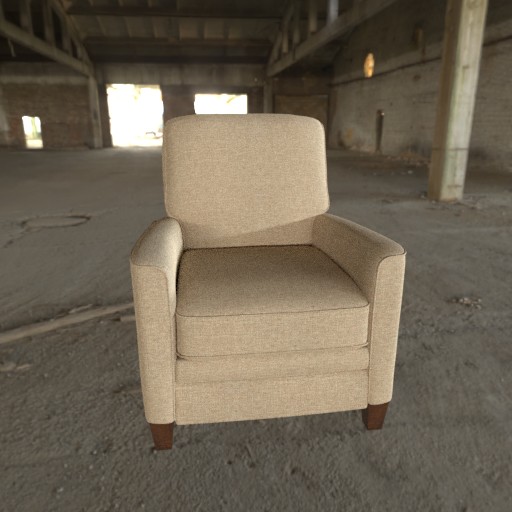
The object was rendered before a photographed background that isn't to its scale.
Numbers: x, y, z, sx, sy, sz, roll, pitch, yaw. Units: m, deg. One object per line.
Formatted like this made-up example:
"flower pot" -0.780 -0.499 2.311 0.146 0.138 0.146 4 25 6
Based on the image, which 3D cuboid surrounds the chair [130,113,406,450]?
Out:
"chair" 0.000 0.000 1.655 0.841 1.028 0.858 -2 17 -8
